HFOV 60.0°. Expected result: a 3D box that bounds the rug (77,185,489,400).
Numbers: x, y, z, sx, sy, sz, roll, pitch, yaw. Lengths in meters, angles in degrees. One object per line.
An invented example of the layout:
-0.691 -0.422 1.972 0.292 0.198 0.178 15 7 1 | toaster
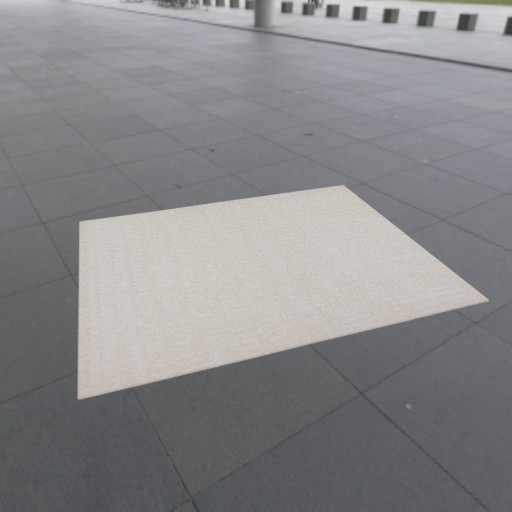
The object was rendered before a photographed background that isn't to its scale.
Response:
0.000 0.000 4.028 3.055 0.021 2.410 -10 33 -16 | rug
